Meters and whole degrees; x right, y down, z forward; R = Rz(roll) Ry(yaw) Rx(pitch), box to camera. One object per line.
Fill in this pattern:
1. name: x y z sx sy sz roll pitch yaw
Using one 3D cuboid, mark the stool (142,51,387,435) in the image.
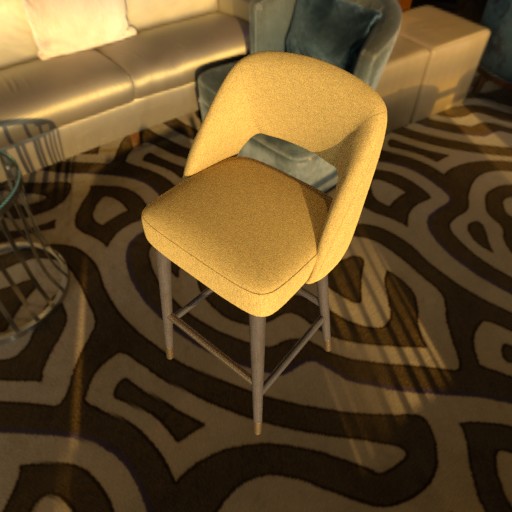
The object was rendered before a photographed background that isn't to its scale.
1. stool: 0.000 0.000 1.349 0.536 1.032 0.522 32 55 26
